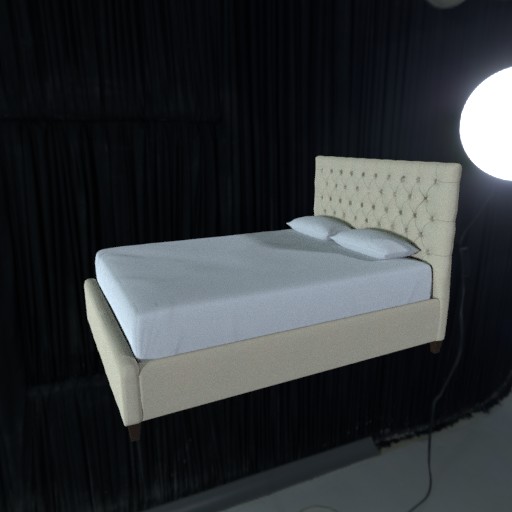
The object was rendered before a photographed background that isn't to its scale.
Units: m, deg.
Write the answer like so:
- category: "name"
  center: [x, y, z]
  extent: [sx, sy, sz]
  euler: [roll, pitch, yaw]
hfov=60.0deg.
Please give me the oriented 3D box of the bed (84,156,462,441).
- category: "bed"
  center: [0.000, 0.000, 3.424]
  extent: [2.387, 1.427, 1.698]
  euler: [-7, 16, -26]
